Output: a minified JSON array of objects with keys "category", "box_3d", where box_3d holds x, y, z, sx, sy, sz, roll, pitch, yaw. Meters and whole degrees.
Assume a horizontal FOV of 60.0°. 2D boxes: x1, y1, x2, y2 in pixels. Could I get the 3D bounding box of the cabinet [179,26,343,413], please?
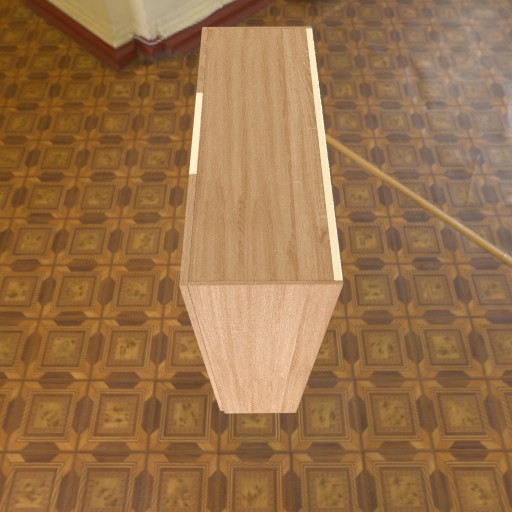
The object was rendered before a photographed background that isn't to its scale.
[{"category":"cabinet","box_3d":[0.000,0.000,2.821,0.590,2.120,1.500,0,59,0]}]
